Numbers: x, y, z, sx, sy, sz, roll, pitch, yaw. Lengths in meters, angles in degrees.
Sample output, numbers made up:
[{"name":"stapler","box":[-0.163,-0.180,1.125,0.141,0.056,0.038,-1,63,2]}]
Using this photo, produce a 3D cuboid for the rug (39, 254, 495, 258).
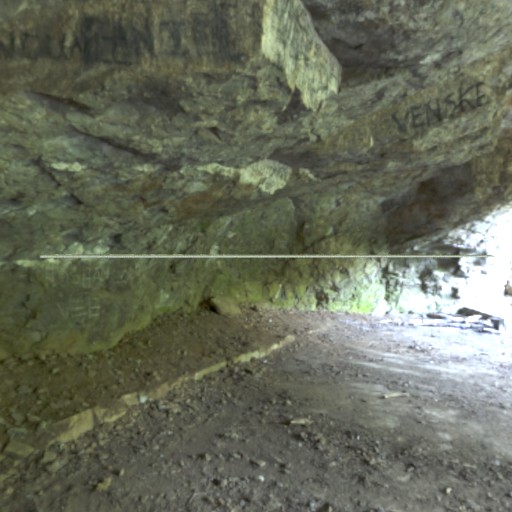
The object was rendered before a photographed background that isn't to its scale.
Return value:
[{"name":"rug","box":[0.000,0.000,2.233,1.824,0.012,1.206,0,0,-19]}]
